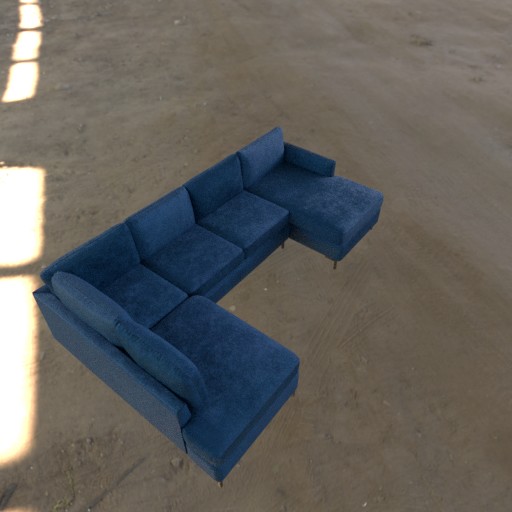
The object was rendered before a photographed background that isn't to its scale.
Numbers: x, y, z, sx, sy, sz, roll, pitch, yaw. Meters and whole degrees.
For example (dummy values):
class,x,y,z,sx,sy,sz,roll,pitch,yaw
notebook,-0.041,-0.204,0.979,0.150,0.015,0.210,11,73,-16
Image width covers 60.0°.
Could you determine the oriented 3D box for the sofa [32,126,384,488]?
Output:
class,x,y,z,sx,sy,sz,roll,pitch,yaw
sofa,0.000,0.000,4.308,2.055,0.992,3.434,28,49,27
